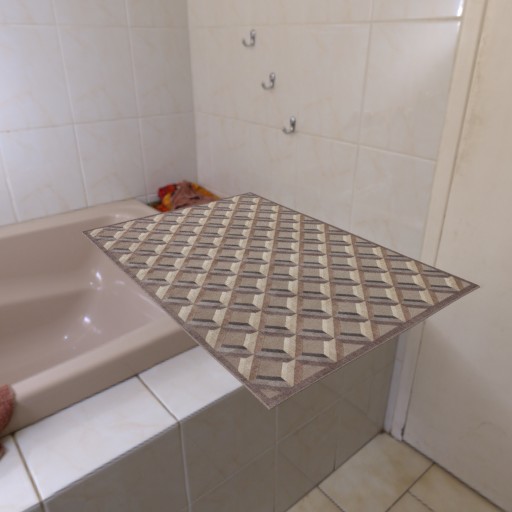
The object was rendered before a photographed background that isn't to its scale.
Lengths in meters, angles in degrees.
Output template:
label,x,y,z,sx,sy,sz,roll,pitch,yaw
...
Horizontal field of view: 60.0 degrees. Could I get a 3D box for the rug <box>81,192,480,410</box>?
label,x,y,z,sx,sy,sz,roll,pitch,yaw
rug,0.000,0.000,2.975,1.600,0.013,2.260,-19,32,-33
